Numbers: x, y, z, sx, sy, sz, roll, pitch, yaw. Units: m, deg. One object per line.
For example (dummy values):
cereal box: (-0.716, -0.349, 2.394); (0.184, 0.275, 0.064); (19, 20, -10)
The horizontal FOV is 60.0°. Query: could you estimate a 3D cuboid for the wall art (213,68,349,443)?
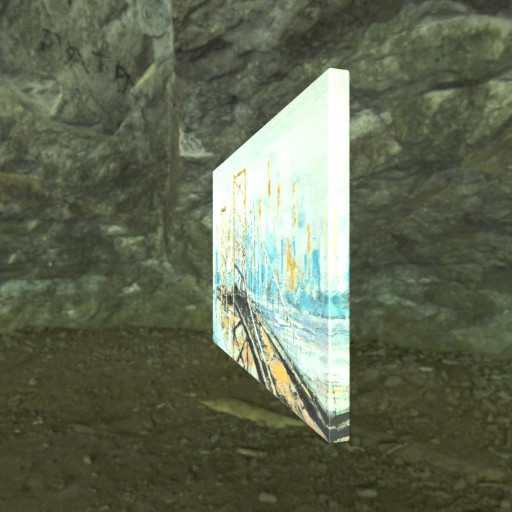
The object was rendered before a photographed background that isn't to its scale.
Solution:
wall art: (0.000, 0.000, 1.157); (0.038, 0.609, 0.913); (0, 0, -17)
